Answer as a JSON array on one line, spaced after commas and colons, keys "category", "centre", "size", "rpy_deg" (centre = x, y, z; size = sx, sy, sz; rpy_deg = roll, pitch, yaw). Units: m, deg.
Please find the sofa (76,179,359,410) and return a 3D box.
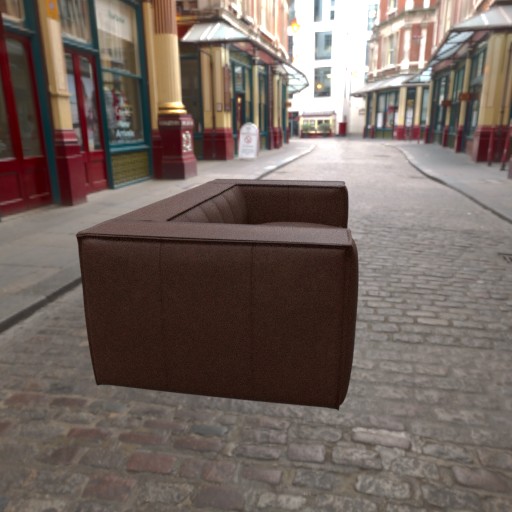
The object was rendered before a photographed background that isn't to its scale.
[{"category": "sofa", "centre": [0.000, 0.000, 2.639], "size": [1.102, 0.703, 2.088], "rpy_deg": [3, 16, 10]}]
